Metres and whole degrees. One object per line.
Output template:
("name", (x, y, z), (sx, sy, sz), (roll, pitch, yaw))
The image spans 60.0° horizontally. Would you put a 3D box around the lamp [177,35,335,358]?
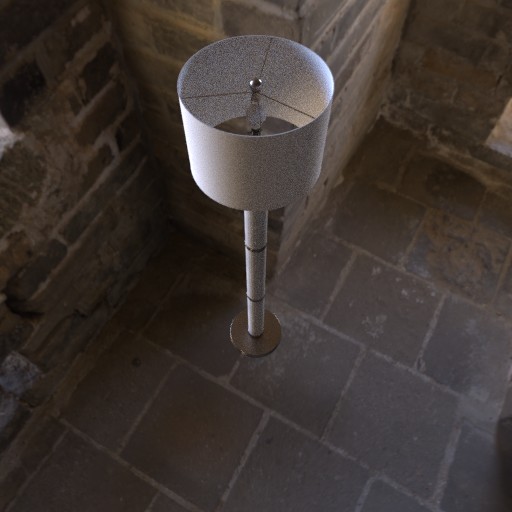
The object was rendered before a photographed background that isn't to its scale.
("lamp", (0.000, 0.000, 1.733), (0.377, 1.599, 0.377), (-15, 59, -9))
